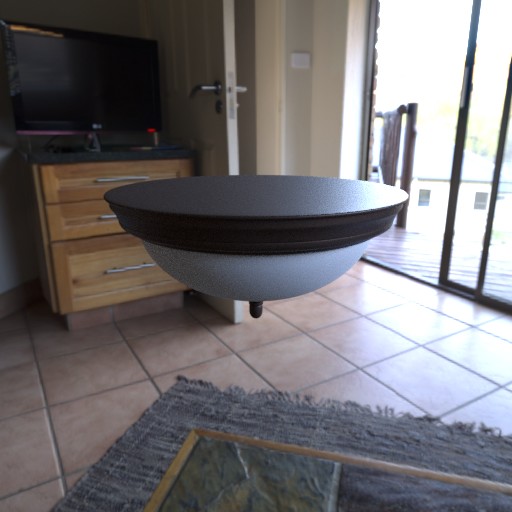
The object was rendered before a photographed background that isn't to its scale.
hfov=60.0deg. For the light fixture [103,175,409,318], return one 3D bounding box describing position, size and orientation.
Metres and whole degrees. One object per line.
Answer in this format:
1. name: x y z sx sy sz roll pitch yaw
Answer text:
1. light fixture: 0.000 0.000 0.446 0.280 0.135 0.280 0 16 0
